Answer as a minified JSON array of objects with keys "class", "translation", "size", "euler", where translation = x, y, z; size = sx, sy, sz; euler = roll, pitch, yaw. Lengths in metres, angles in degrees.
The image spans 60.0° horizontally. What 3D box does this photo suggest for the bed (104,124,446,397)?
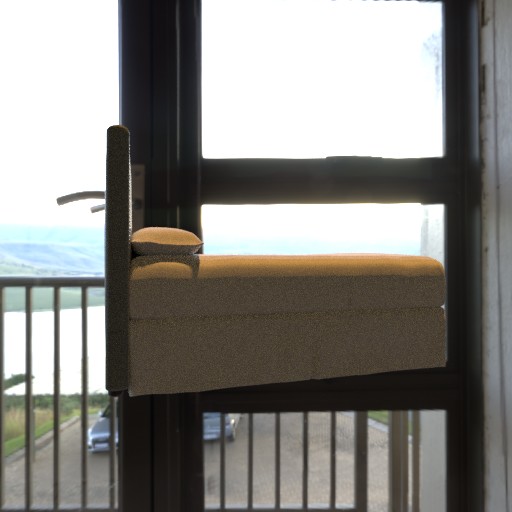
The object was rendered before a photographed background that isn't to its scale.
[{"class":"bed","translation":[0.000,0.000,3.318],"size":[2.143,1.460,1.753],"euler":[0,0,-19]}]
